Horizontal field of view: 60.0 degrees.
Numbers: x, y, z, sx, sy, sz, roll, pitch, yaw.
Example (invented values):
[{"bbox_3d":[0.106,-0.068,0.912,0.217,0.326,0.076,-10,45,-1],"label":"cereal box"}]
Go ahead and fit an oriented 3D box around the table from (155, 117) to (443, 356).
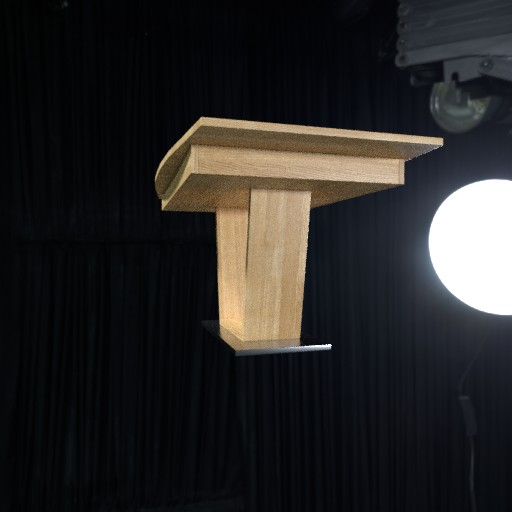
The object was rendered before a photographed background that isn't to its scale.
[{"bbox_3d":[0.000,0.000,2.067,0.900,0.748,1.598,0,0,-16],"label":"table"}]
